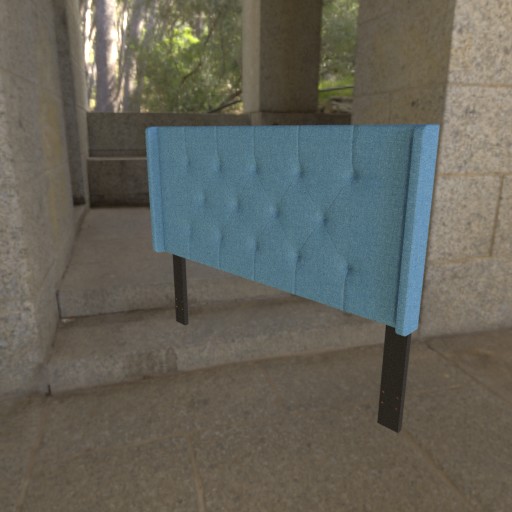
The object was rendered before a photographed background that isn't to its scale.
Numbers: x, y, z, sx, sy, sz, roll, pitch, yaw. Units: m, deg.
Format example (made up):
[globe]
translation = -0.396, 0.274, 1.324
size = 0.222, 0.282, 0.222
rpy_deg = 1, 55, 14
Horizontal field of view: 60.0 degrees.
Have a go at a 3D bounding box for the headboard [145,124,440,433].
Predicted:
[headboard]
translation = 0.000, 0.000, 2.702
size = 0.184, 1.524, 2.051
rpy_deg = -15, 22, -43
